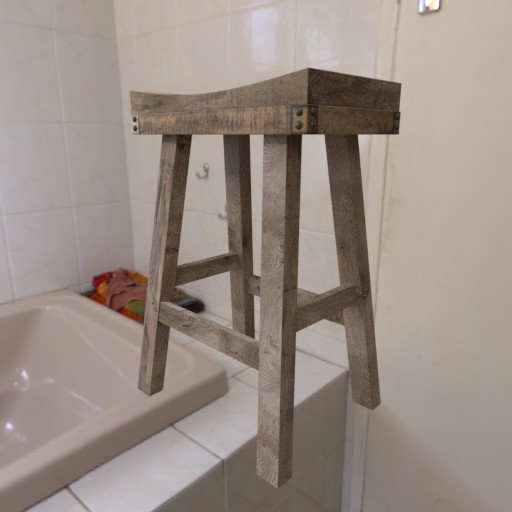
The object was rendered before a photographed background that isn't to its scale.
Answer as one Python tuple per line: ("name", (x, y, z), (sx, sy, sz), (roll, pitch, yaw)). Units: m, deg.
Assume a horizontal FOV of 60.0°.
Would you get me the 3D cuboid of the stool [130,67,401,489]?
("stool", (0.000, 0.000, 0.887), (0.450, 0.635, 0.330), (14, 21, 42))
